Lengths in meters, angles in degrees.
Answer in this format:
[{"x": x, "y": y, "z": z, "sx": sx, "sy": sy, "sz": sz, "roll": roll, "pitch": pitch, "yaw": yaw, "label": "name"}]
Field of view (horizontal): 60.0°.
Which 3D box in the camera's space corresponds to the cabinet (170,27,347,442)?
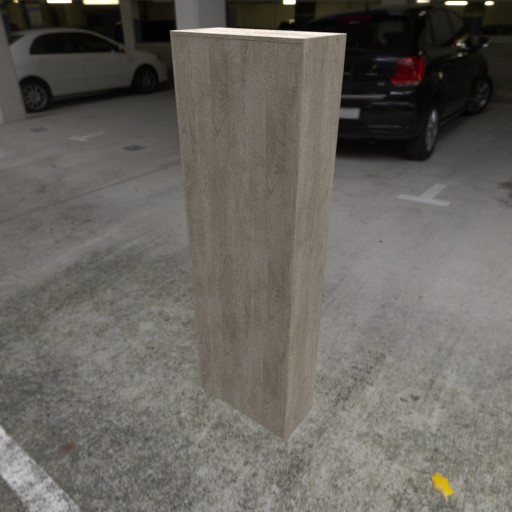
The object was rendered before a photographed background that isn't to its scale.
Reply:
[{"x": 0.000, "y": 0.000, "z": 1.804, "sx": 0.520, "sy": 1.630, "sz": 0.250, "roll": 22, "pitch": 36, "yaw": 32, "label": "cabinet"}]
